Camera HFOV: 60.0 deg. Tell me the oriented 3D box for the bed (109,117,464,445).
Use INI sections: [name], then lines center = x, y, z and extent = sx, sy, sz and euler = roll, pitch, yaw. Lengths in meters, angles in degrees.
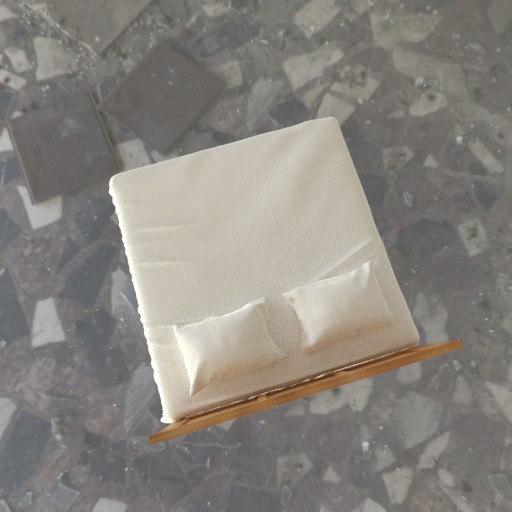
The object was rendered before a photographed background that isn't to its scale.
[bed]
center = 0.000, 0.000, 3.545
extent = 2.317, 1.270, 2.215
euler = -16, 77, -4
